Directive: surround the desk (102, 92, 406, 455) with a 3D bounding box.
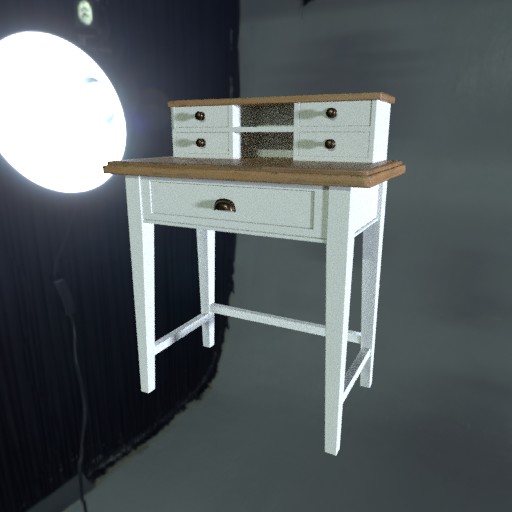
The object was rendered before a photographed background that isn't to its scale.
[{"bbox_3d":[0.000,0.000,1.441,0.814,0.981,0.462,8,17,26],"label":"desk"}]
